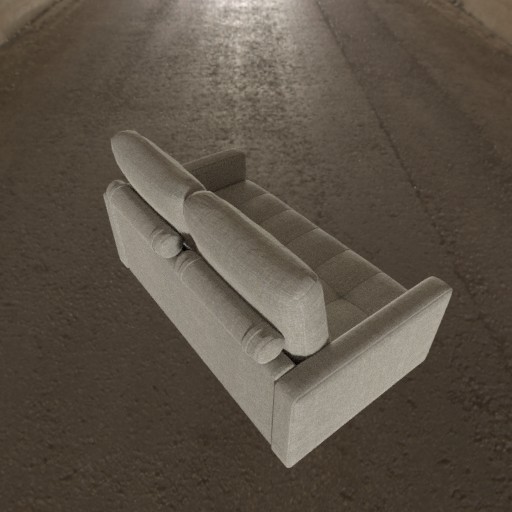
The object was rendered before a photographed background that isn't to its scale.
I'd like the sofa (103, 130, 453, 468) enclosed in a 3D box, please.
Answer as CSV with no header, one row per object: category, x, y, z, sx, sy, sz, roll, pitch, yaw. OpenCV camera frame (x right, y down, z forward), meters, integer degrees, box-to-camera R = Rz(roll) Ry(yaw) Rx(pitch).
sofa,0.000,0.000,1.944,0.842,0.907,1.407,-26,47,-27
